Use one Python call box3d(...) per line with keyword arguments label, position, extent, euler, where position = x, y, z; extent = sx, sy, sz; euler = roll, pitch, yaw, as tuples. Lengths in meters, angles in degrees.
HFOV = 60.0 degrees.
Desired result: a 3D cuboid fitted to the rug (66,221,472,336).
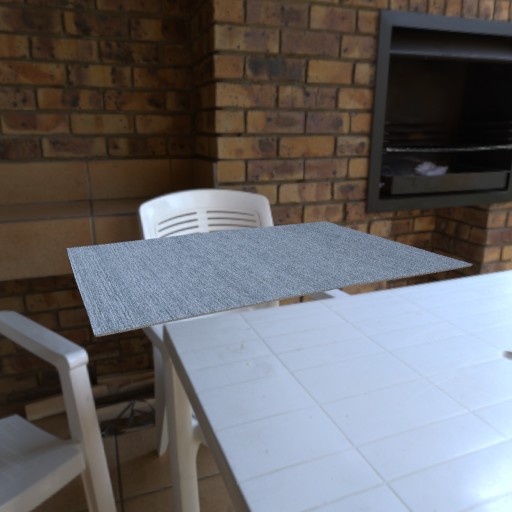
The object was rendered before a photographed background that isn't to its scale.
box3d(label="rug", position=(0.000, 0.000, 3.068), extent=(2.338, 0.030, 1.616), euler=(-8, 17, -25))
